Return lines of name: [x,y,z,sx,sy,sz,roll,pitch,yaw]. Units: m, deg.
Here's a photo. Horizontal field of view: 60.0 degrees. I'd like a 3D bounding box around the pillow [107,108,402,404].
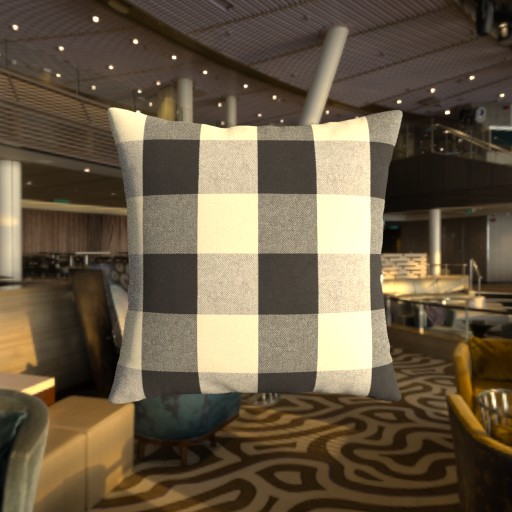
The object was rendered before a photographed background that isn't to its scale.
pillow: [0.000,0.000,0.769,0.511,0.509,0.161,0,0,-1]
